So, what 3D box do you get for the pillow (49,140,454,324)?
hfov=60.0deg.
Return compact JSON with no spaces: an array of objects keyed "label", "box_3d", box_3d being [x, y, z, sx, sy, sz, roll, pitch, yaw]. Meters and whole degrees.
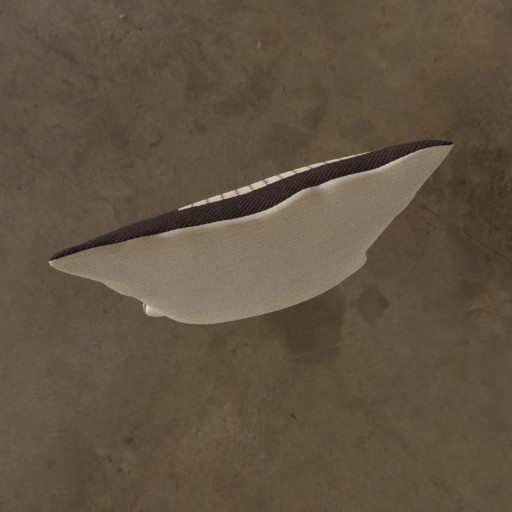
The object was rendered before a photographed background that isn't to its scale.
[{"label":"pillow","box_3d":[0.000,0.000,0.710,0.475,0.473,0.178,-16,76,-4]}]
